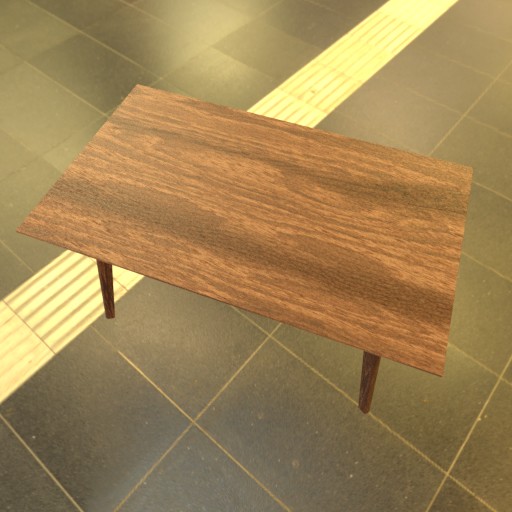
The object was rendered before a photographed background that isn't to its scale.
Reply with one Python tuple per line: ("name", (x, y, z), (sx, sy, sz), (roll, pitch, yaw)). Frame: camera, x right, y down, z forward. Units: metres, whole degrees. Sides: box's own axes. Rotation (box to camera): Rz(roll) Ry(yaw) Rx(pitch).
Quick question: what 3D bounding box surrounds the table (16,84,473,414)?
("table", (0.000, 0.000, 1.801), (1.349, 0.724, 0.801), (17, 59, 11))
